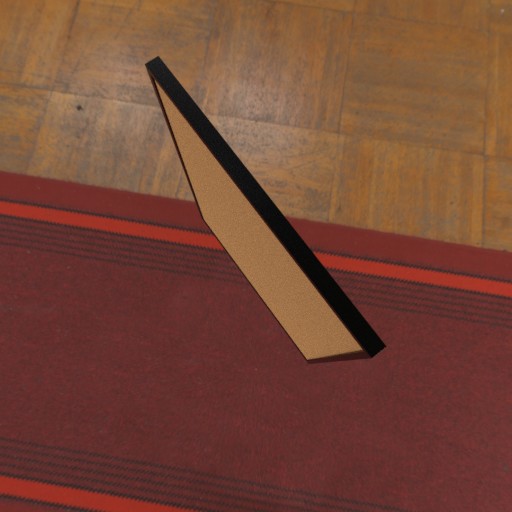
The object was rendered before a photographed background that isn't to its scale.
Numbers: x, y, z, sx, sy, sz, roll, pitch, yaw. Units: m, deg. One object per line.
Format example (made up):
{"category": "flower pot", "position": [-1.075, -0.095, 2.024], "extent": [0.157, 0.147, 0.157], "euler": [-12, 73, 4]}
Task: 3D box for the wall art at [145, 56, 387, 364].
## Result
{"category": "wall art", "position": [0.000, 0.000, 1.442], "extent": [0.040, 1.062, 0.805], "euler": [-35, 78, -8]}
